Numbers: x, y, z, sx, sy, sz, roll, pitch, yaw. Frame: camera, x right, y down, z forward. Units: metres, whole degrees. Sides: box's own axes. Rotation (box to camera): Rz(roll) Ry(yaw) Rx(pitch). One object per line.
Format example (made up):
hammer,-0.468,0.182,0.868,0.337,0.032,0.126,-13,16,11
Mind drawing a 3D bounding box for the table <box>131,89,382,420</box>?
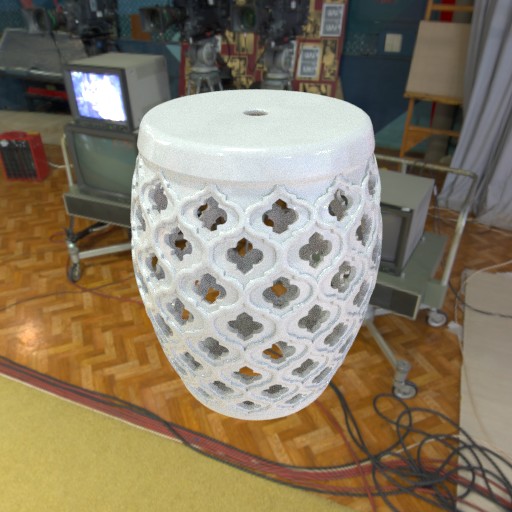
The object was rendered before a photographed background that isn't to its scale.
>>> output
table,0.000,0.000,0.609,0.325,0.388,0.325,0,32,0
